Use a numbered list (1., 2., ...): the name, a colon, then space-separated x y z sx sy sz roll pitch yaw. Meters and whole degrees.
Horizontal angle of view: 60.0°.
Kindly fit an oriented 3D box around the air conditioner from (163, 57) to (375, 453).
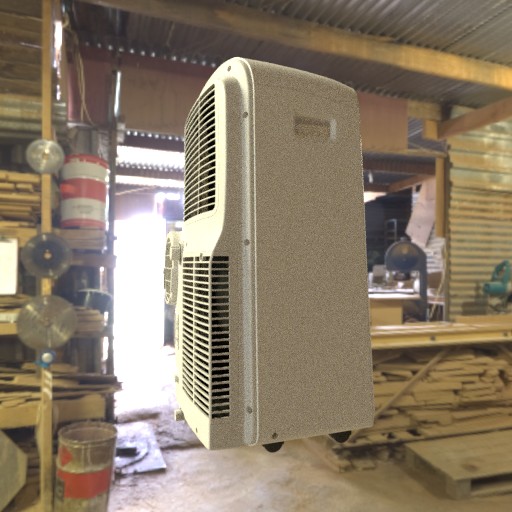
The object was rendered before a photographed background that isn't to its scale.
1. air conditioner: 0.000 0.000 0.965 0.365 0.700 0.454 0 -1 -18
